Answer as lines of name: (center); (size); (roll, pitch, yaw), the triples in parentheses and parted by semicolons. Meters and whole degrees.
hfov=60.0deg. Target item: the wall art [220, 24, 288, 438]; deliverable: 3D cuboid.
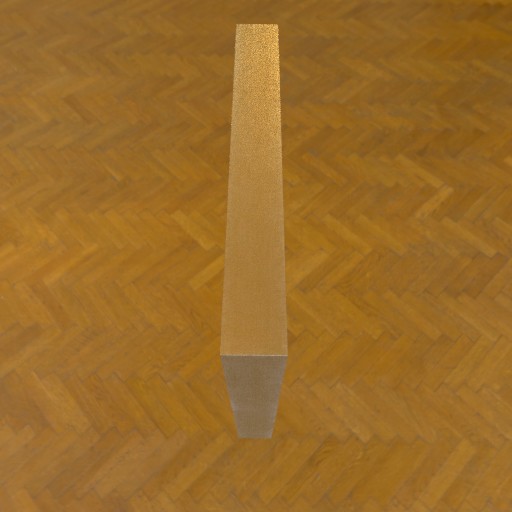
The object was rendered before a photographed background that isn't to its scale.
wall art: (0.000, 0.000, 0.454); (0.038, 0.305, 0.306); (0, 60, 0)
